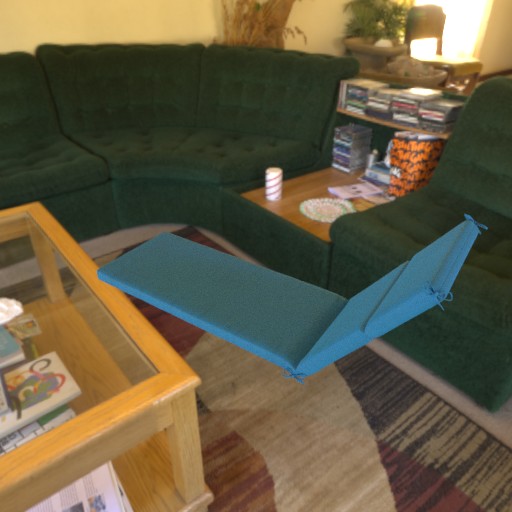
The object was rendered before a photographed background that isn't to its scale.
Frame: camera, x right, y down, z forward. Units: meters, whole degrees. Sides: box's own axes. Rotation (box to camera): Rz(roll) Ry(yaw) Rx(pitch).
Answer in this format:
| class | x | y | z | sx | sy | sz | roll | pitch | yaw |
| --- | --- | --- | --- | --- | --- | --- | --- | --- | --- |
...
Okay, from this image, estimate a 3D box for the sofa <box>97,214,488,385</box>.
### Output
| class | x | y | z | sx | sy | sz | roll | pitch | yaw |
| --- | --- | --- | --- | --- | --- | --- | --- | --- | --- |
| sofa | 0.000 | 0.000 | 1.950 | 1.663 | 0.622 | 0.582 | 19 | 37 | 28 |
